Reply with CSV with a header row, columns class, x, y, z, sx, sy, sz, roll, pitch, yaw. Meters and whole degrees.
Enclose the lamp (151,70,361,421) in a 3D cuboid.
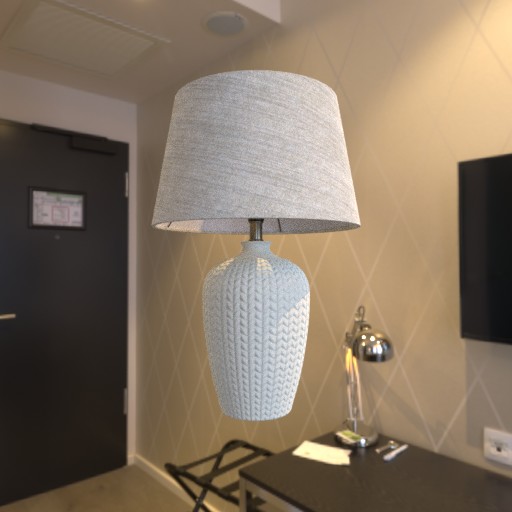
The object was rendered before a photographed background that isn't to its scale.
class,x,y,z,sx,sy,sz,roll,pitch,yaw
lamp,0.000,0.000,0.846,0.390,0.580,0.390,0,-1,0
